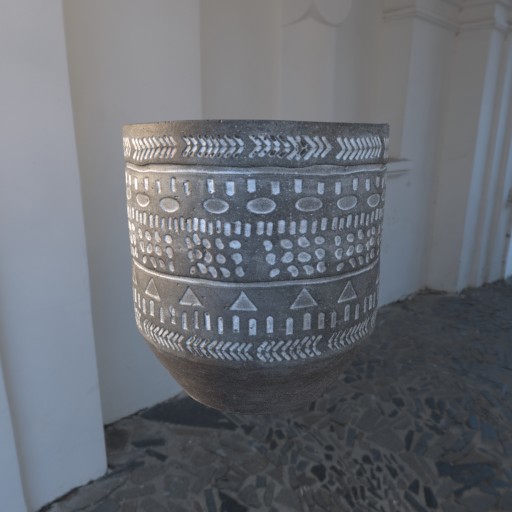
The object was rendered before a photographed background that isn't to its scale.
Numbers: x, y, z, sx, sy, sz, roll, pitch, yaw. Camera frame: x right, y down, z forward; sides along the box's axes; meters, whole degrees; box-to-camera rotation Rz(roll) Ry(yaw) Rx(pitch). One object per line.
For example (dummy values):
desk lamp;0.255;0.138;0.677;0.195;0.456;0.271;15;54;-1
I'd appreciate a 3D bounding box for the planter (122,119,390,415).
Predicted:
planter;0.000;0.000;0.224;0.122;0.128;0.122;0;15;0
